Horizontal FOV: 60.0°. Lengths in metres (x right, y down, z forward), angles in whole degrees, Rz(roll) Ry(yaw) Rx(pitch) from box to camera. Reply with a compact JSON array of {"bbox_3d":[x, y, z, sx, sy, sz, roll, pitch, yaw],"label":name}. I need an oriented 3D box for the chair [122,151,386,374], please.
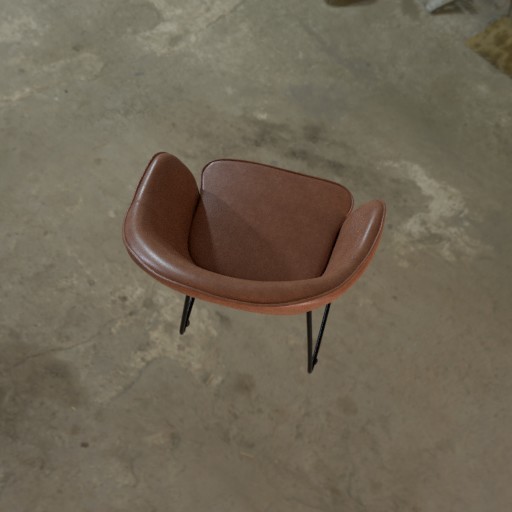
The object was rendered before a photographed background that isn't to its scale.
[{"bbox_3d":[0.000,0.000,1.221,0.582,0.785,0.580,14,64,7],"label":"chair"}]
